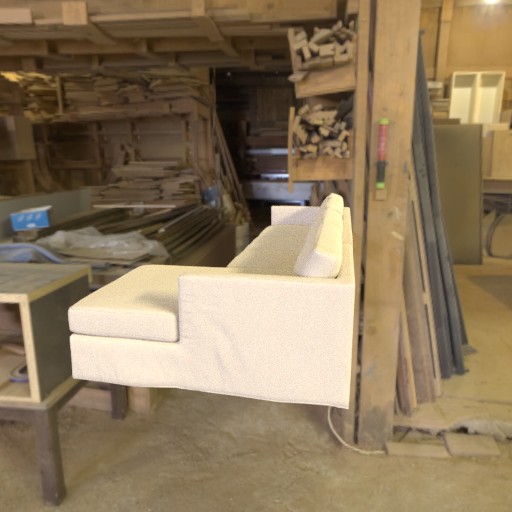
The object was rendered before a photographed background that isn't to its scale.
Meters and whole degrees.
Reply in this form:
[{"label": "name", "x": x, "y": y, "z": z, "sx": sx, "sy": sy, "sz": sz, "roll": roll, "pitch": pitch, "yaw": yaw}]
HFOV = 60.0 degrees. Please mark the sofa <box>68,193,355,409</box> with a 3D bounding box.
[{"label": "sofa", "x": 0.000, "y": 0.000, "z": 3.874, "sx": 1.622, "sy": 0.871, "sz": 3.206, "roll": 3, "pitch": 13, "yaw": 11}]
